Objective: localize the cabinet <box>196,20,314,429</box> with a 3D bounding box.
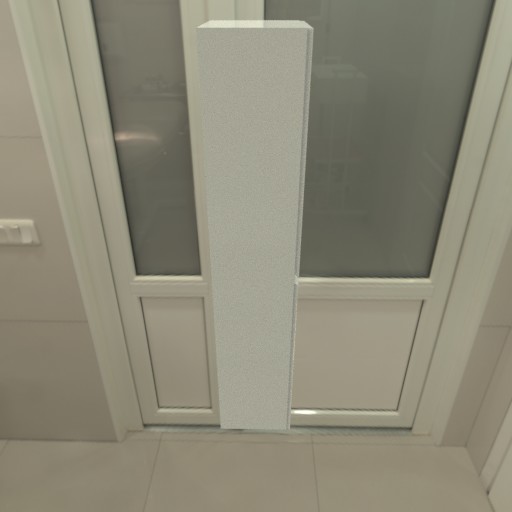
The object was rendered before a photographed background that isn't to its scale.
[{"bbox_3d":[0.000,0.000,1.505,0.270,1.400,0.300,1,31,1],"label":"cabinet"}]
